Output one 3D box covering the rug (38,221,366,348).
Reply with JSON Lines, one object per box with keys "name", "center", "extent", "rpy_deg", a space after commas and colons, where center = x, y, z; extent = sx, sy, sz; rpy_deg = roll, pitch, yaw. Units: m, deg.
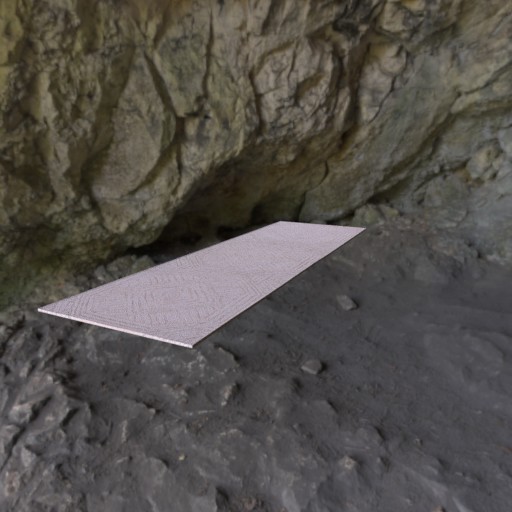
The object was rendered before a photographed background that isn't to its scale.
{"name": "rug", "center": [0.000, 0.000, 2.706], "extent": [0.775, 0.012, 2.452], "rpy_deg": [7, 15, 26]}
